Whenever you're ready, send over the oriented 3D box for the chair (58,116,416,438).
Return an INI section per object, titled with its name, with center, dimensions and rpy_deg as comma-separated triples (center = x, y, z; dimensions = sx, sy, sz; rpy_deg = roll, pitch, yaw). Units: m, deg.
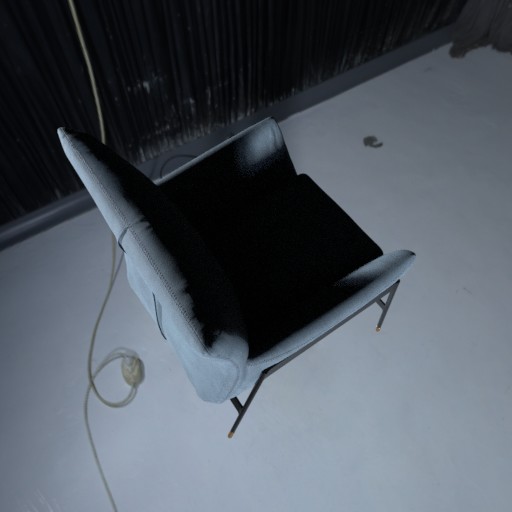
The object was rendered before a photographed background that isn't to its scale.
[chair]
center = 0.000, 0.000, 1.348
dimensions = 0.709, 0.858, 0.678
rpy_deg = -30, 63, -17
